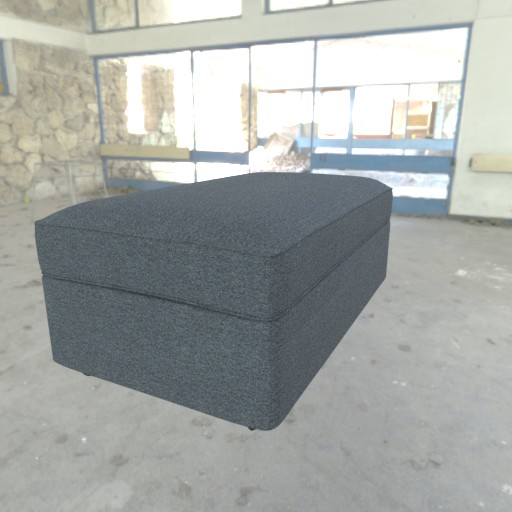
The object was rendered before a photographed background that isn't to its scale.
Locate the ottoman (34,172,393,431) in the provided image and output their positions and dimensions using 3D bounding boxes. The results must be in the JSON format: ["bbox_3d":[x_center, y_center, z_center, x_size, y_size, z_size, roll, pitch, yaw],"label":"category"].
[{"bbox_3d":[0.000,0.000,1.499,0.681,0.494,1.173,8,18,26],"label":"ottoman"}]
